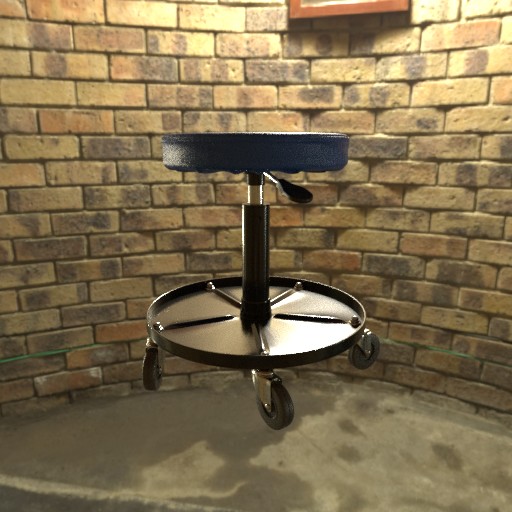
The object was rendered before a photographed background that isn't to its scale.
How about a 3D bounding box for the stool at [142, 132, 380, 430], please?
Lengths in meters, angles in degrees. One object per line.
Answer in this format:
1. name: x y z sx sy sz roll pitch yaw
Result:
1. stool: 0.000 0.000 0.689 0.381 0.365 0.382 -7 16 -26
